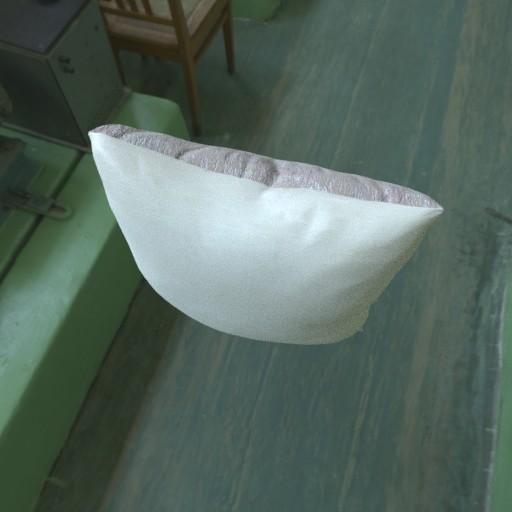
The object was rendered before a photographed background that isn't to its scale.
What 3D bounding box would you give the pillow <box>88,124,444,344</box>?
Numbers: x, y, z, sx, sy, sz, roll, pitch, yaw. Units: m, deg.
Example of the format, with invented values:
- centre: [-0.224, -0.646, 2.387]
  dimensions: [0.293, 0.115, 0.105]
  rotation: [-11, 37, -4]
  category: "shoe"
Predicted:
- centre: [0.000, 0.000, 0.724]
  dimensions: [0.450, 0.448, 0.245]
  rotation: [15, 65, 7]
  category: "pillow"
